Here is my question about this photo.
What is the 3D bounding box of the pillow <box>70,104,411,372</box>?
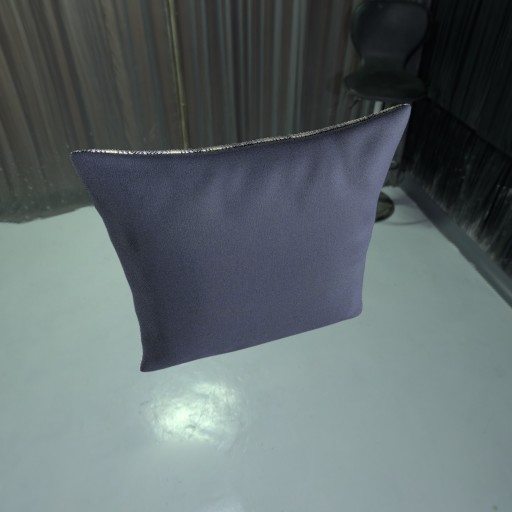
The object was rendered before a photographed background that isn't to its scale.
[{"bbox_3d":[0.000,0.000,0.813,0.520,0.508,0.166,-12,42,-14],"label":"pillow"}]
